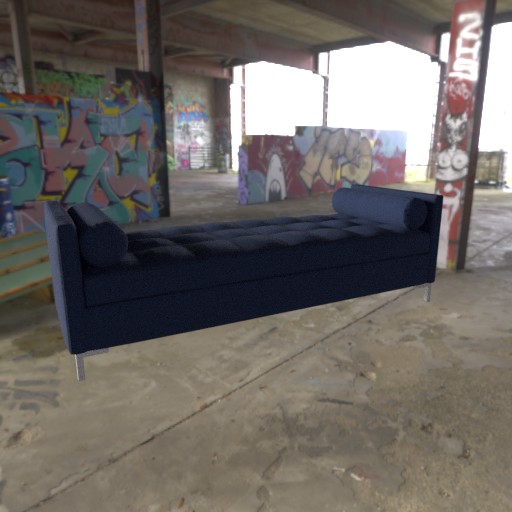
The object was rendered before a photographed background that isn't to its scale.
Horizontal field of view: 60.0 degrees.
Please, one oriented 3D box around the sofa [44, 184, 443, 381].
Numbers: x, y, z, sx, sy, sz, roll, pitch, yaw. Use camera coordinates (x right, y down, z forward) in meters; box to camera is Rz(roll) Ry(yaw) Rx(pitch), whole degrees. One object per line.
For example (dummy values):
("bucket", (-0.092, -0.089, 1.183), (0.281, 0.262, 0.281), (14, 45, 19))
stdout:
("sofa", (0.000, 0.000, 2.510), (2.102, 0.657, 0.797), (-7, 16, -27))
